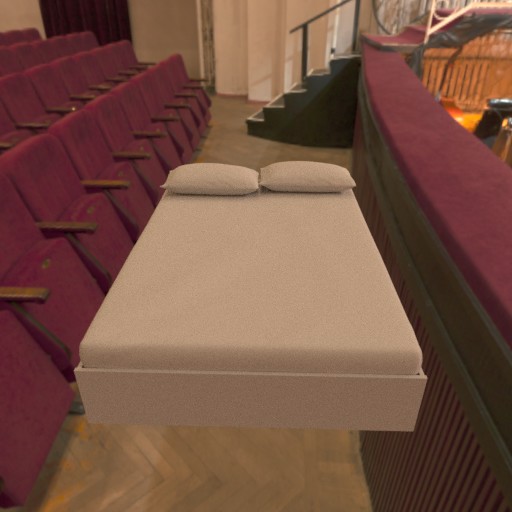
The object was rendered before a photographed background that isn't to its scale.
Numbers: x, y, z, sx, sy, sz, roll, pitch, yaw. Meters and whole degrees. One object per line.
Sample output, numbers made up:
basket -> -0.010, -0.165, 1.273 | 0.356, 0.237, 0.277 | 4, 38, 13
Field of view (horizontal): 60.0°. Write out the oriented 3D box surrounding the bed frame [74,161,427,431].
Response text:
bed frame -> 0.000, 0.000, 2.653 | 1.450, 0.629, 1.950 | 1, 30, 1
